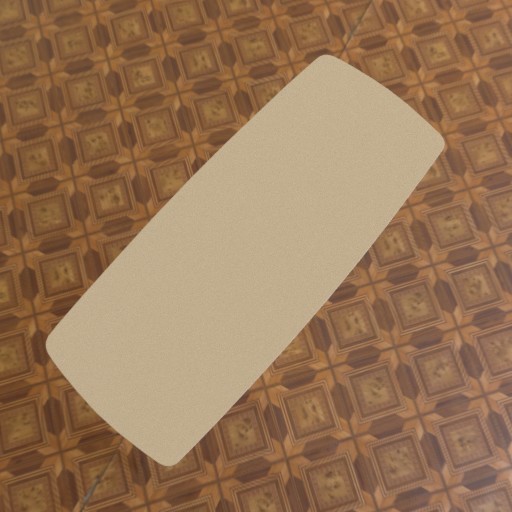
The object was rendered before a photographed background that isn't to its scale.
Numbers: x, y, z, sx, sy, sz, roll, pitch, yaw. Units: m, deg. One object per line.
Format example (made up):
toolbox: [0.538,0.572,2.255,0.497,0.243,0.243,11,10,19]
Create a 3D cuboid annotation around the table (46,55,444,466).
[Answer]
table: [0.000,0.000,1.568,0.561,0.474,1.334,40,80,9]
